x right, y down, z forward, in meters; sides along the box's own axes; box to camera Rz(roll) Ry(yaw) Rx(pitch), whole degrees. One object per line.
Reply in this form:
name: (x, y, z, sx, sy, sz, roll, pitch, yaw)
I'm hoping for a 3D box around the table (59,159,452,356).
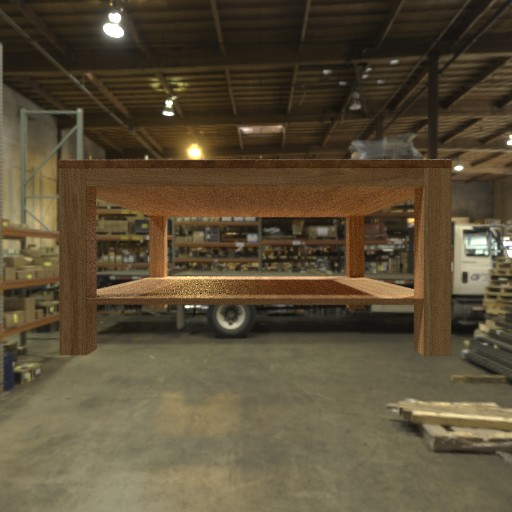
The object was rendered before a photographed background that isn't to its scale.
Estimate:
table: (0.000, 0.000, 1.466, 0.900, 0.450, 0.900, 0, 1, 0)
